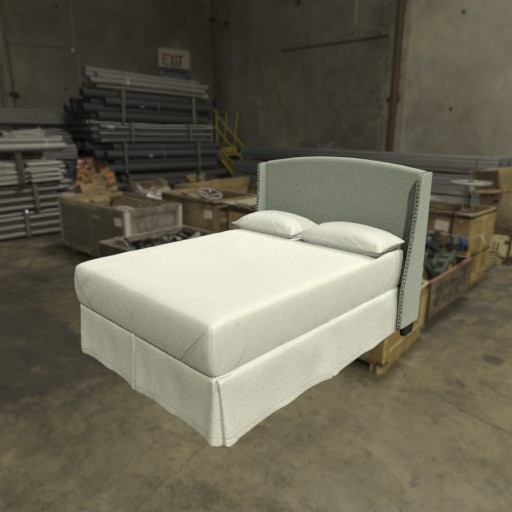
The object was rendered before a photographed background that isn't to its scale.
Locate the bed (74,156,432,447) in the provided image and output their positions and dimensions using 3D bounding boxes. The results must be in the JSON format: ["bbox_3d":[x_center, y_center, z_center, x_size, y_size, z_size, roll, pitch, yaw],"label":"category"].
[{"bbox_3d":[0.000,0.000,3.420,1.710,1.407,2.237,15,21,42],"label":"bed"}]
